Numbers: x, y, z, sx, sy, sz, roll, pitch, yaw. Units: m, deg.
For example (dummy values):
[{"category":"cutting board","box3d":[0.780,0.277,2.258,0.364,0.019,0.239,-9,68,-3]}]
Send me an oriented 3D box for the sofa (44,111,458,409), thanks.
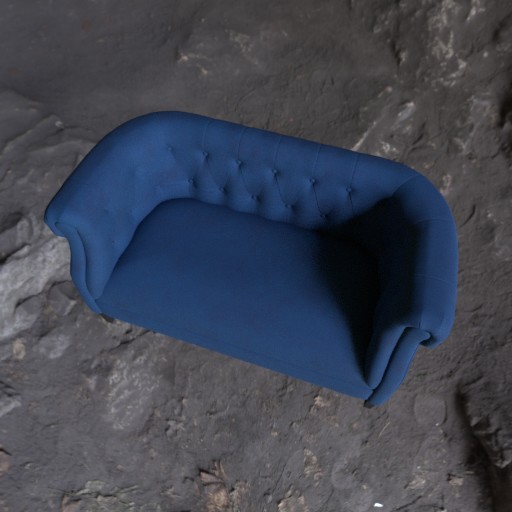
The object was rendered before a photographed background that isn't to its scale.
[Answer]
[{"category":"sofa","box3d":[0.000,0.000,2.015,1.558,0.827,0.835,16,59,10]}]
